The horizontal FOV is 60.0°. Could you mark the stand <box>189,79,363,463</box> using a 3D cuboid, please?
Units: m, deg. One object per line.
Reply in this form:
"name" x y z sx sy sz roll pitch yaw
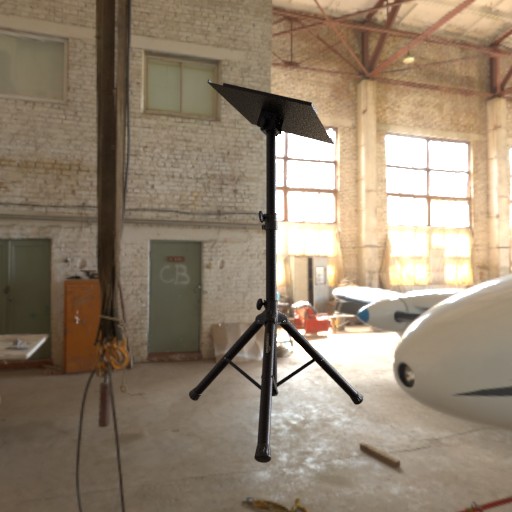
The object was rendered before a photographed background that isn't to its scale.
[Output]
"stand" 0.000 0.000 1.626 0.702 1.198 0.702 -1 -2 19
